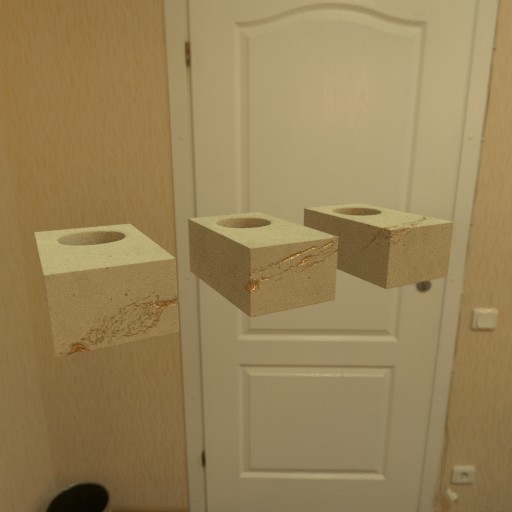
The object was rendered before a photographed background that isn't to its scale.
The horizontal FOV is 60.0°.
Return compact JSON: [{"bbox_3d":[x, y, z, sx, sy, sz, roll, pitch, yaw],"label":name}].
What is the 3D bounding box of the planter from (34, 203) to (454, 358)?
[{"bbox_3d":[0.000,0.000,0.381,0.333,0.051,0.127,-8,17,-27],"label":"planter"}]
